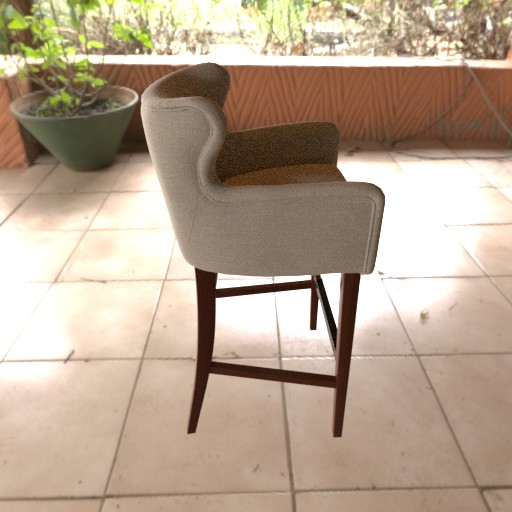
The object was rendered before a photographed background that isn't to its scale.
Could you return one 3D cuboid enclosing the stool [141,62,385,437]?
[{"bbox_3d":[0.000,0.000,1.351,0.563,1.034,0.556,-1,31,-2],"label":"stool"}]
